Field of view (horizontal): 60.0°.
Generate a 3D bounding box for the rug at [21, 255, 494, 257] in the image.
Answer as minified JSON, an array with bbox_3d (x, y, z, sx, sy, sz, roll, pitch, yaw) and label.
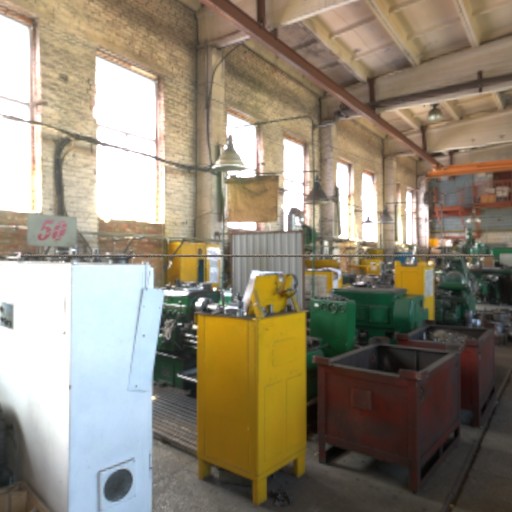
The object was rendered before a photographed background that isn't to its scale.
[{"bbox_3d":[0.000,0.000,2.663,2.448,0.012,0.769,0,0,1],"label":"rug"}]
